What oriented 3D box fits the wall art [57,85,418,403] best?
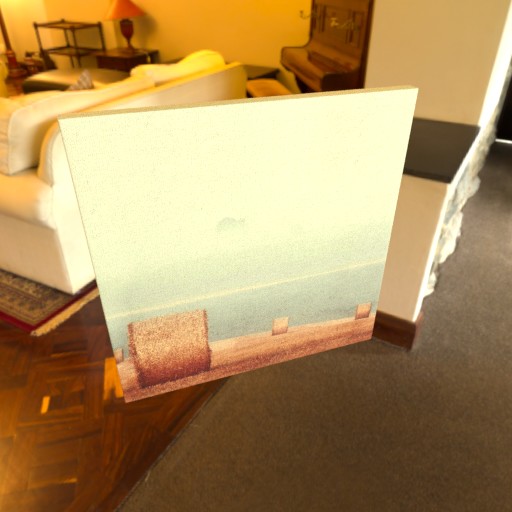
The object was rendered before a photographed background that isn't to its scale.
[{"bbox_3d":[0.000,0.000,0.885,0.605,0.605,0.034,-11,34,-16],"label":"wall art"}]
